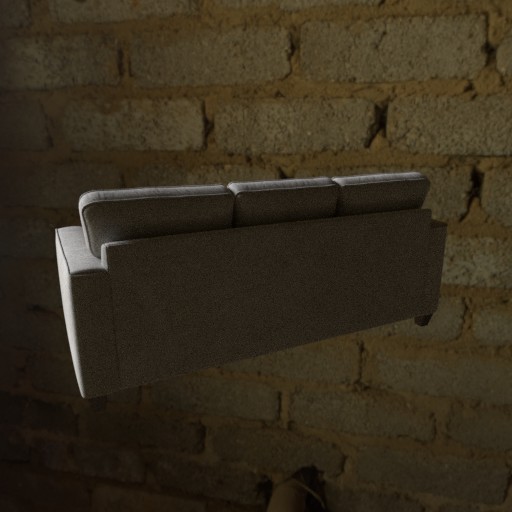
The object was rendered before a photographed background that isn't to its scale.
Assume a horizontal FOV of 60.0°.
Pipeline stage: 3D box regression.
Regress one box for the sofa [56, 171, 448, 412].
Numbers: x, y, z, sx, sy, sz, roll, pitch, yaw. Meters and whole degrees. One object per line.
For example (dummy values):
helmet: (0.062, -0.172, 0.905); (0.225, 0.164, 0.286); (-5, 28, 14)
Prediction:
sofa: (0.000, 0.000, 2.627); (2.133, 0.965, 0.939); (-8, 18, -25)
